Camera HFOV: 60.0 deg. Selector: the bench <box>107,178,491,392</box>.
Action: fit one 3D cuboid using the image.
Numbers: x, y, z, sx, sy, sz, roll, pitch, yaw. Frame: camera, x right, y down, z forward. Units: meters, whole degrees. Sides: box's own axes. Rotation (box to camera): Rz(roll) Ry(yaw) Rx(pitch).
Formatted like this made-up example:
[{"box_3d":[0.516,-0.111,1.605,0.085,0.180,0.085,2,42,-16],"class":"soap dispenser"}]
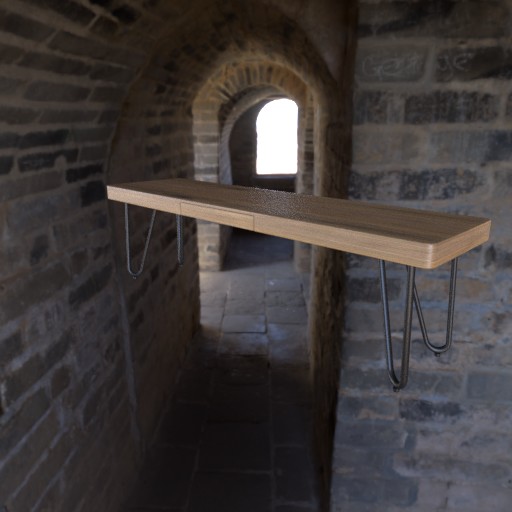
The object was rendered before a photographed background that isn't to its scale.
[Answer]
[{"box_3d":[0.000,0.000,1.766,1.570,0.462,0.425,15,22,42],"class":"bench"}]
